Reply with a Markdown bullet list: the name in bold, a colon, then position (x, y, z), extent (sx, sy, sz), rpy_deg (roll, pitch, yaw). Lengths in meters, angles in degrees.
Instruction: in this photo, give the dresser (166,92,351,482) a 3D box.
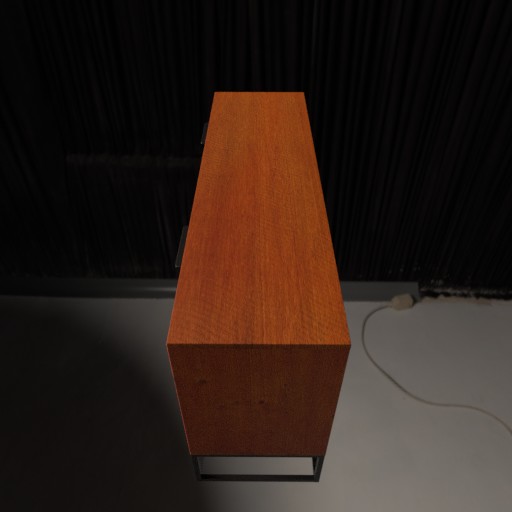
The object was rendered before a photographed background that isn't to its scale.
- **dresser**: position (0.000, 0.000, 1.896), extent (0.464, 0.810, 1.536), rpy_deg (0, 42, 0)
